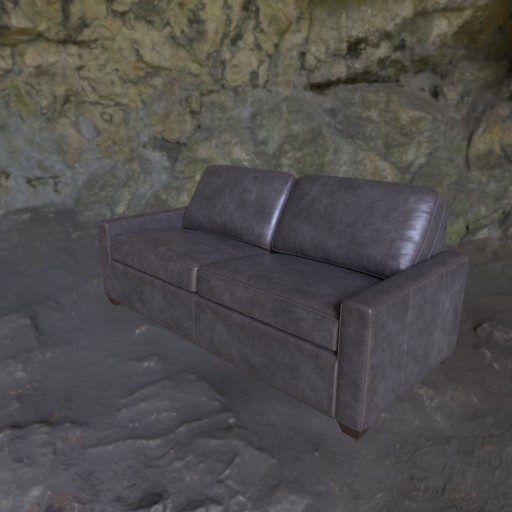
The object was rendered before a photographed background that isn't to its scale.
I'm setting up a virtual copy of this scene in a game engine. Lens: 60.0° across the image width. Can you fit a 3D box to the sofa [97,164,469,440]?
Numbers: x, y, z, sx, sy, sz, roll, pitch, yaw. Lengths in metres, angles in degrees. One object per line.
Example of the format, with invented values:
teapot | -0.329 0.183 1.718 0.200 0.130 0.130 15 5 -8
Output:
sofa | 0.000 0.000 2.586 2.081 0.916 0.939 16 23 42
